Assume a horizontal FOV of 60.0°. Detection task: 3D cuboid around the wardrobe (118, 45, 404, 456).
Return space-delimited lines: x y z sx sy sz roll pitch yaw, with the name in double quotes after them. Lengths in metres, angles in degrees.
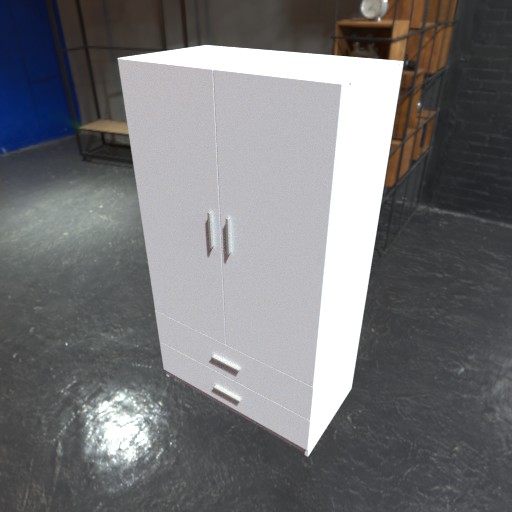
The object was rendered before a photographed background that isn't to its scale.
0.000 0.000 2.217 0.991 1.808 0.577 19 36 29 "wardrobe"
